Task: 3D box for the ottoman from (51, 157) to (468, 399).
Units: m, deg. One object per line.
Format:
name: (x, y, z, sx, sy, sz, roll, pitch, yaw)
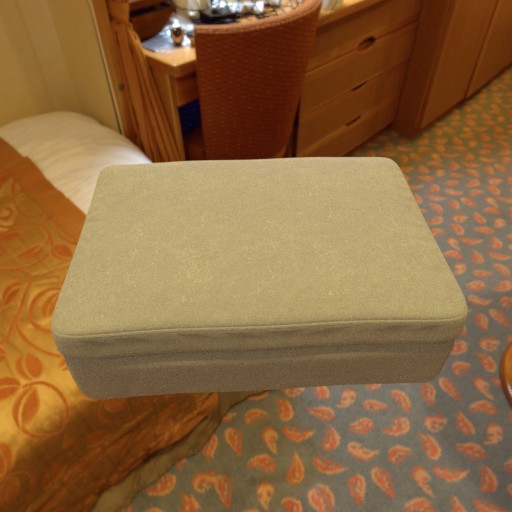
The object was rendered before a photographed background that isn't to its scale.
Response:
ottoman: (0.000, 0.000, 1.582, 1.199, 0.429, 0.840, -2, 45, -2)
